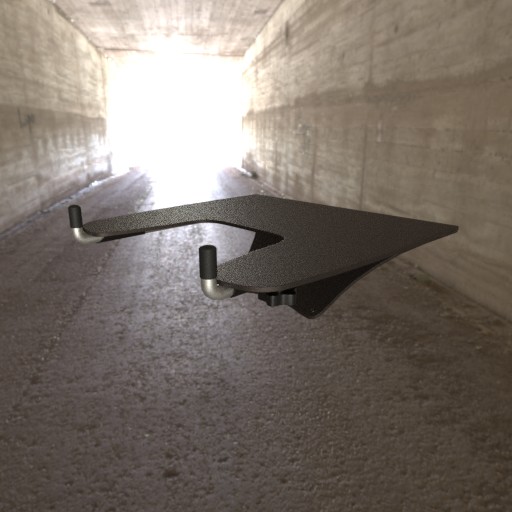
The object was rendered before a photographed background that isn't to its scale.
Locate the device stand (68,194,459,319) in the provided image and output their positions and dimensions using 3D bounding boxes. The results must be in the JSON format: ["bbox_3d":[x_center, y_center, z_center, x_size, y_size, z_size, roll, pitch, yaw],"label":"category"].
[{"bbox_3d":[0.000,0.000,0.360,0.230,0.092,0.230,-16,23,-42],"label":"device stand"}]
